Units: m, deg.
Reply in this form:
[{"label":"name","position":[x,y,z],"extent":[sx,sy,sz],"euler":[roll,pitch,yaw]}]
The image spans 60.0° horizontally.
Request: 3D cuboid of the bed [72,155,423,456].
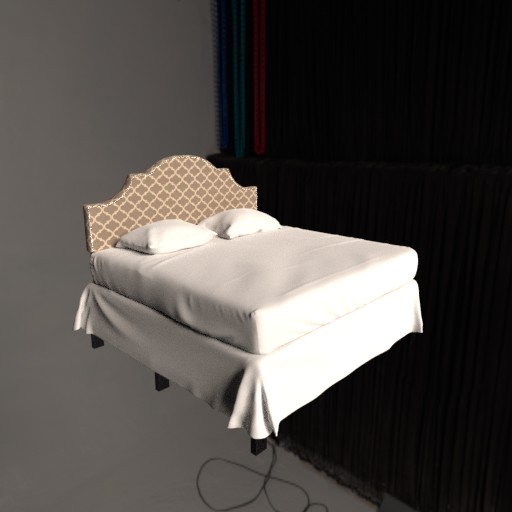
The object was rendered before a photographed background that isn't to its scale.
[{"label":"bed","position":[0.000,0.000,3.710],"extent":[2.222,1.601,2.314],"euler":[14,20,42]}]
